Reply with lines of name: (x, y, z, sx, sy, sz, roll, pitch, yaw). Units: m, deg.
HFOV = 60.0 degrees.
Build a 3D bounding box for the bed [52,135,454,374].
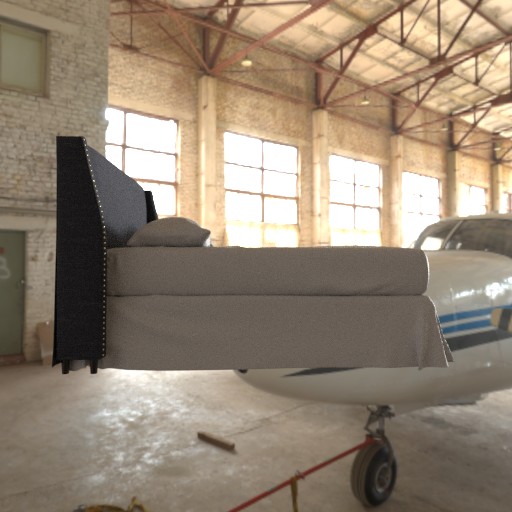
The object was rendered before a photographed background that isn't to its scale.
bed: (0.000, 0.000, 3.385, 2.276, 1.332, 1.925, 0, -1, -2)
